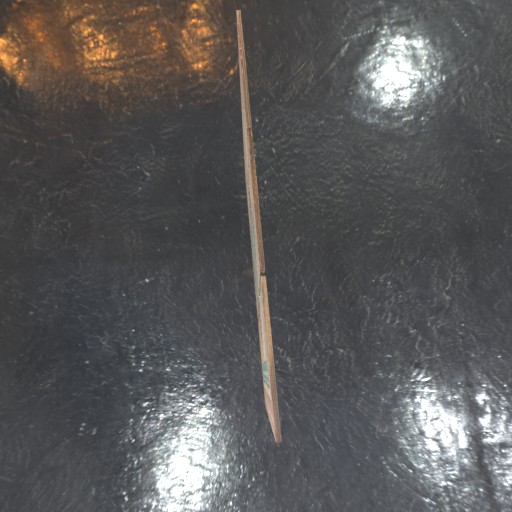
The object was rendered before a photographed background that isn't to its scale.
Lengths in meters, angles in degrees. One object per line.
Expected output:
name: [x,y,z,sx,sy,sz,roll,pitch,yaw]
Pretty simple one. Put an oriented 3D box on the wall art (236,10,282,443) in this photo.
wall art: [0.000,0.000,1.764,0.013,1.213,1.215,-5,75,-1]
